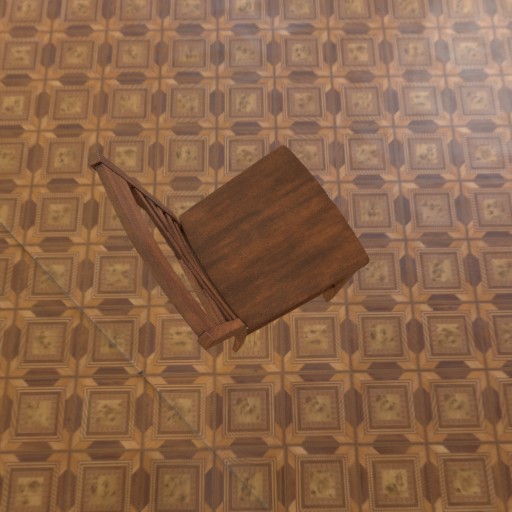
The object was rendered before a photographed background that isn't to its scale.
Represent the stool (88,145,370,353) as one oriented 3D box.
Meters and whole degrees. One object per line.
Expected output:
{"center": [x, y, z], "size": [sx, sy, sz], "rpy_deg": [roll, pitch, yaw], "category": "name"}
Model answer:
{"center": [0.000, 0.000, 1.344], "size": [0.504, 1.098, 0.426], "rpy_deg": [-32, 77, -8], "category": "stool"}
